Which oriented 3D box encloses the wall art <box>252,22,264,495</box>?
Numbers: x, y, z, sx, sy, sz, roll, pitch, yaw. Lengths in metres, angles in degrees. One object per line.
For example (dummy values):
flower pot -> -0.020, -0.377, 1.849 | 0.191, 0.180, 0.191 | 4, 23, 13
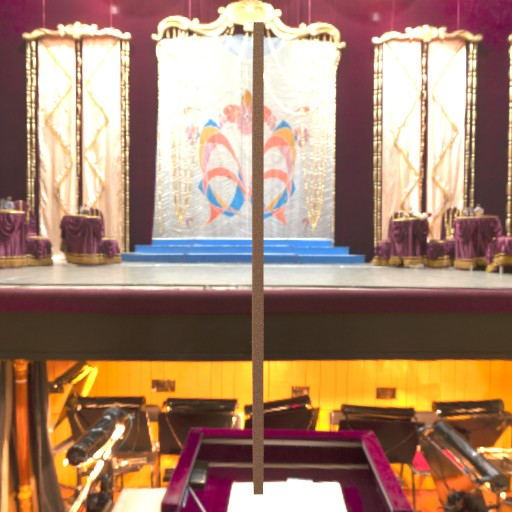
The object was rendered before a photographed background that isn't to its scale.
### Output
wall art -> 0.000, 0.000, 0.762 | 0.012, 0.557, 0.482 | 0, 2, -1
